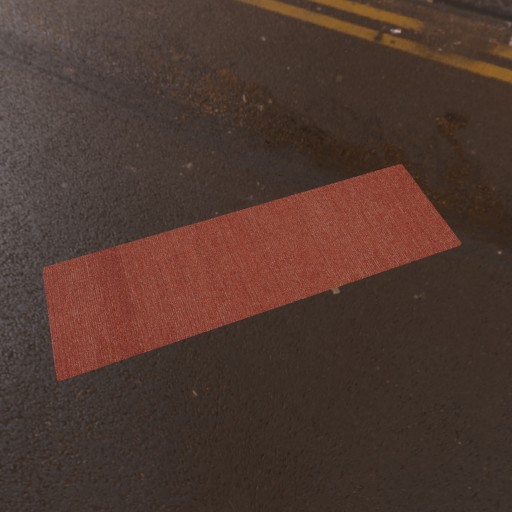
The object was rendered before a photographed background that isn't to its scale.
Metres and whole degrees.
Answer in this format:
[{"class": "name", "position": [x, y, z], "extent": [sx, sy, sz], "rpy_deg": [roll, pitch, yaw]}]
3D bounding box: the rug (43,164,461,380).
[{"class": "rug", "position": [0.000, 0.000, 2.536], "extent": [2.307, 0.012, 0.687], "rpy_deg": [-17, 59, -11]}]
